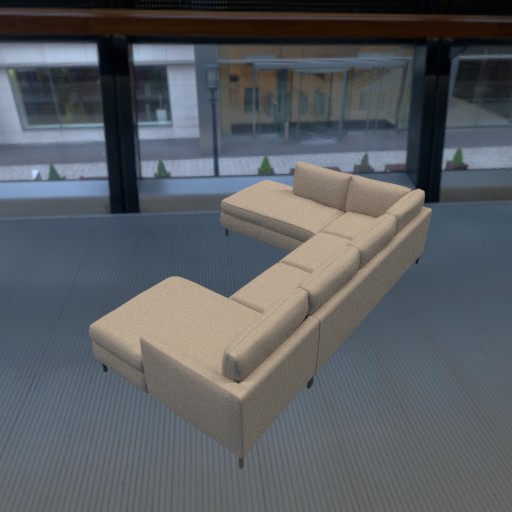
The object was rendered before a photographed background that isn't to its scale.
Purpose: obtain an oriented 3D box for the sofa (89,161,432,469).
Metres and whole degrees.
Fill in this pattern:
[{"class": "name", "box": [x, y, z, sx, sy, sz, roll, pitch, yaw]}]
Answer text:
[{"class": "sofa", "box": [0.000, 0.000, 3.566, 1.879, 0.756, 2.737, 21, 37, 32]}]
